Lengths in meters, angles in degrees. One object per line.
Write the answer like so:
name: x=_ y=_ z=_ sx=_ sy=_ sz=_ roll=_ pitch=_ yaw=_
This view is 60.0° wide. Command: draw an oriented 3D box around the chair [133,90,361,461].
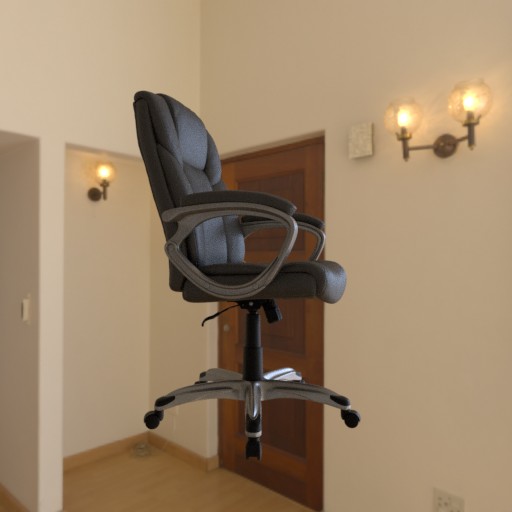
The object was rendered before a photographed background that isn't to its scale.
chair: x=0.000 y=0.000 z=1.570 sx=0.719 sy=1.130 sz=0.721 roll=0 pitch=-1 yaw=18
